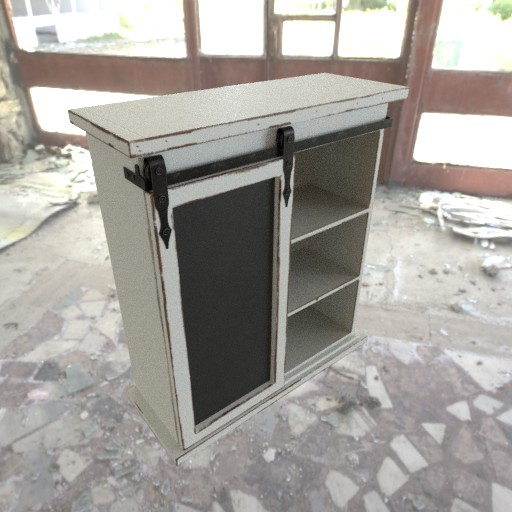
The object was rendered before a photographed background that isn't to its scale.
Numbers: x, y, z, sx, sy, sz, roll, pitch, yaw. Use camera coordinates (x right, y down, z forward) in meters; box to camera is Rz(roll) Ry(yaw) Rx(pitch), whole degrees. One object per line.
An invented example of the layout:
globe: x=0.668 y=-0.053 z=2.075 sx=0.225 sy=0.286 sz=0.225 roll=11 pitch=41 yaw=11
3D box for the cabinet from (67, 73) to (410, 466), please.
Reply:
cabinet: x=0.000 y=0.000 z=0.876 sx=0.541 sy=0.603 sz=0.210 roll=-22 pitch=37 yaw=-32
